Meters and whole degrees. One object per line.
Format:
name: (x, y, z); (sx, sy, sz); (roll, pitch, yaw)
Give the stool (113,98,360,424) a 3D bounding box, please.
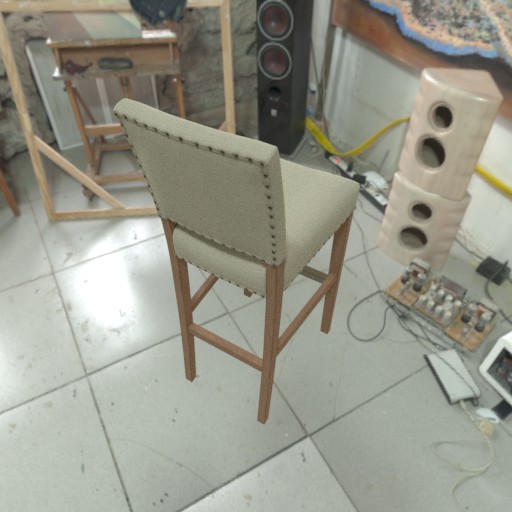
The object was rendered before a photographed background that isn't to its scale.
stool: (0.000, 0.000, 1.397); (0.428, 1.143, 0.546); (23, 50, 21)
